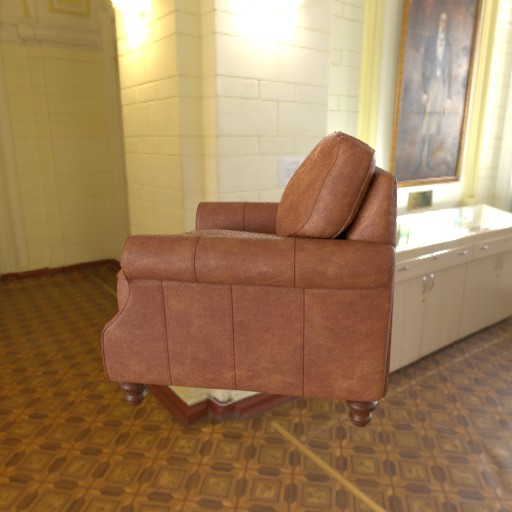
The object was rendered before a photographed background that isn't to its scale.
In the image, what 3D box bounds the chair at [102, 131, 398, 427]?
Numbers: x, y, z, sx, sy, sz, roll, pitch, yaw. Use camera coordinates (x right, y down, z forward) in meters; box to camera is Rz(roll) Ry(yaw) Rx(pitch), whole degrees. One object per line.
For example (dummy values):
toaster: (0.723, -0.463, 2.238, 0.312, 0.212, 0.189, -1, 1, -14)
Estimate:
chair: (0.000, 0.000, 1.783, 0.986, 0.962, 0.983, 2, 14, 9)
